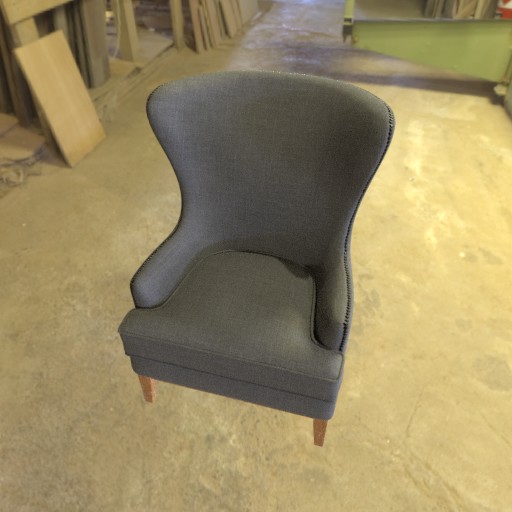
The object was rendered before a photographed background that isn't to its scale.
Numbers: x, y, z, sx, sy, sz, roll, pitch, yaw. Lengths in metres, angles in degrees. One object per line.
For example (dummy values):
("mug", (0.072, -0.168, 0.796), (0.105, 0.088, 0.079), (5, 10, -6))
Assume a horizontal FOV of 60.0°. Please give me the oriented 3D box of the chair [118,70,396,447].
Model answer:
("chair", (0.000, 0.000, 1.781), (0.864, 1.176, 0.883), (10, 41, 12))
